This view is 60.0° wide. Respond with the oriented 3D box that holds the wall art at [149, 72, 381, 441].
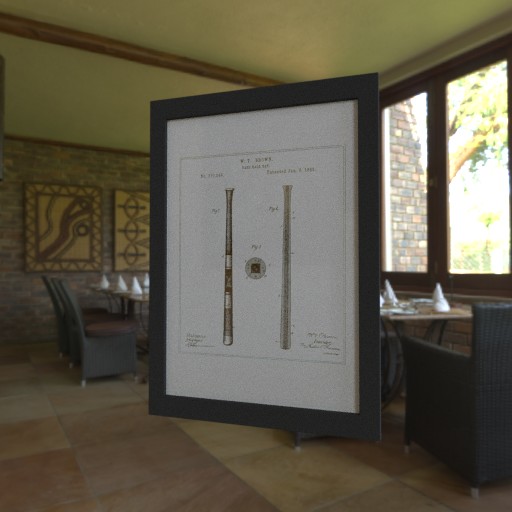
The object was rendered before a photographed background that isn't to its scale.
[{"bbox_3d":[0.000,0.000,0.695,0.374,0.529,0.012,0,-1,17],"label":"wall art"}]
